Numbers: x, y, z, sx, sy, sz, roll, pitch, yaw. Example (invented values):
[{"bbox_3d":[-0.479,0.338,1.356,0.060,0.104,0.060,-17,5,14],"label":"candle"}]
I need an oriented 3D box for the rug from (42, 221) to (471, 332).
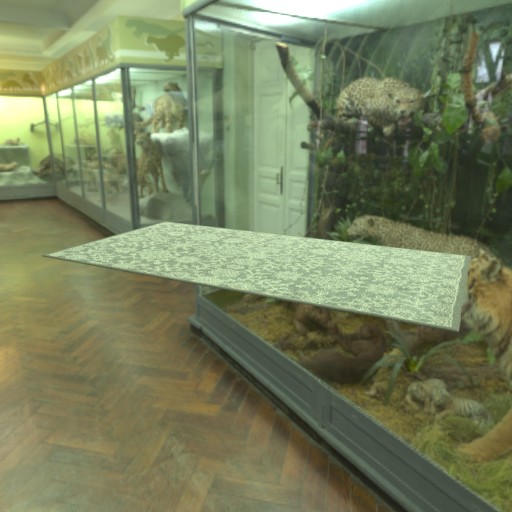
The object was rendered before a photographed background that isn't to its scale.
[{"bbox_3d":[0.000,0.000,3.524,3.048,0.011,1.546,8,18,26],"label":"rug"}]
